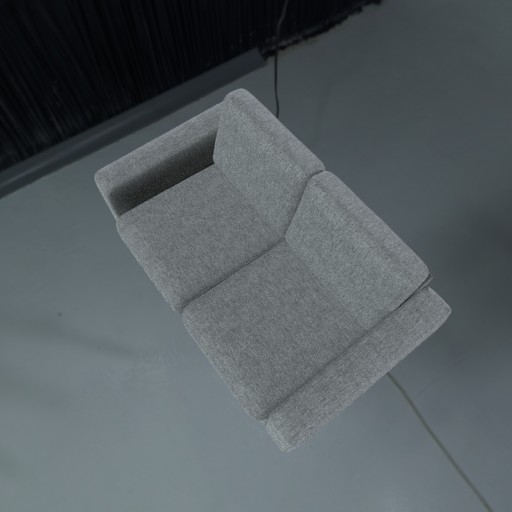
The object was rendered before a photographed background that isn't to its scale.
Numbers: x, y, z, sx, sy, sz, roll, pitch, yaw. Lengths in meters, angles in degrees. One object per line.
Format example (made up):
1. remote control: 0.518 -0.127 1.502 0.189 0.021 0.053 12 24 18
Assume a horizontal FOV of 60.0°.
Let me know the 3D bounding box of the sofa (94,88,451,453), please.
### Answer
1. sofa: 0.000 0.000 2.084 0.900 0.800 1.520 -34 69 -16
